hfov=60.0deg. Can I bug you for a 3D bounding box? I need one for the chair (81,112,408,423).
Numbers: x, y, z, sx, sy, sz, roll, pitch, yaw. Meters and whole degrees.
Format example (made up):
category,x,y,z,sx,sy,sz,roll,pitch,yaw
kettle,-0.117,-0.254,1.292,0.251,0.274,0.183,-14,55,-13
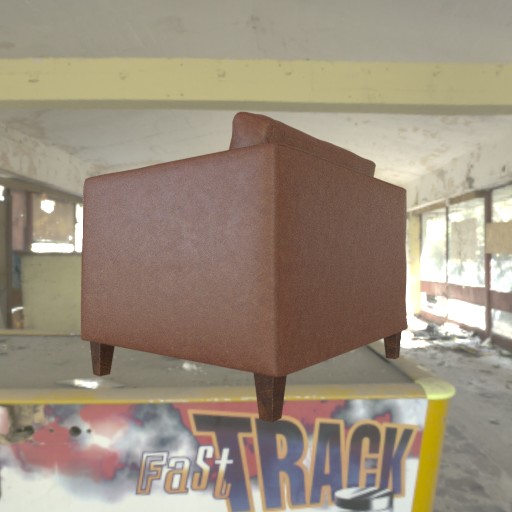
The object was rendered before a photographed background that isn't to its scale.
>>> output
category,x,y,z,sx,sy,sz,roll,pitch,yaw
chair,0.000,0.000,1.872,0.959,0.917,1.107,0,-1,37
